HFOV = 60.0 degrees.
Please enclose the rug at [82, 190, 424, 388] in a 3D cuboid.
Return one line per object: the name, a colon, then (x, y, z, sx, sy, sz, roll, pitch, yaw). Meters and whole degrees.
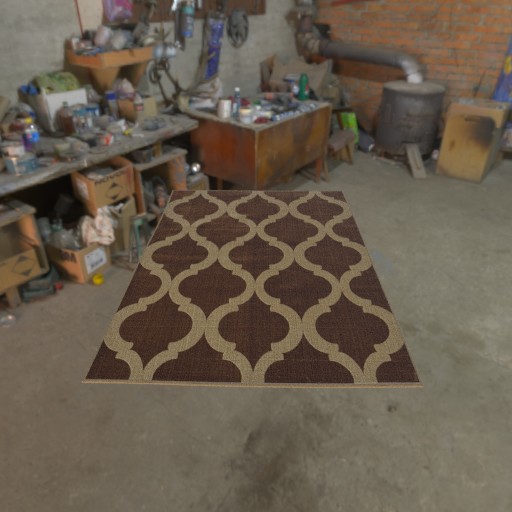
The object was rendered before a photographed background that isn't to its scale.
rug: (0.000, 0.000, 2.943, 1.526, 0.014, 2.290, 0, 30, 1)
